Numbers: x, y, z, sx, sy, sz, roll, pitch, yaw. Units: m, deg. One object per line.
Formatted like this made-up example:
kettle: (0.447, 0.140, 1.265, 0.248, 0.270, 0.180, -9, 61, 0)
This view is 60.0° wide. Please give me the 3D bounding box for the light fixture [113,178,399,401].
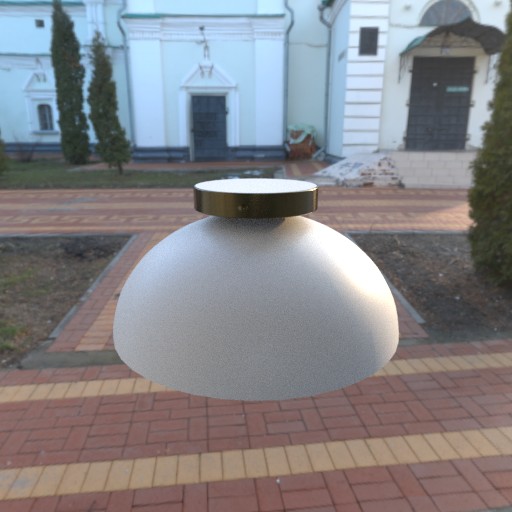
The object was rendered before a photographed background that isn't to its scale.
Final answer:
light fixture: (0.000, 0.000, 0.553, 0.355, 0.177, 0.355, 0, 16, 0)
